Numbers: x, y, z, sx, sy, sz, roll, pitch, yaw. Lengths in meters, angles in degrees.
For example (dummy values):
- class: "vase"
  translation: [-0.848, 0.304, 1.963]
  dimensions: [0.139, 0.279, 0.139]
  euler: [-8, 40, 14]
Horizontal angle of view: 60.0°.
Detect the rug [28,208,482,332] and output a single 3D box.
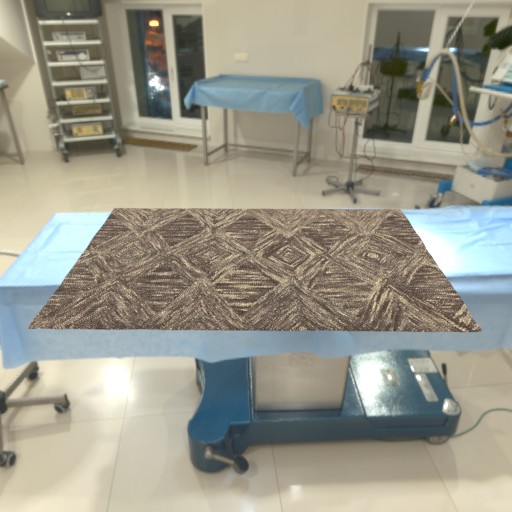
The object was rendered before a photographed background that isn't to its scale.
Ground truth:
- class: "rug"
  translation: [0.000, 0.000, 2.279]
  dimensions: [1.814, 0.012, 1.186]
  euler: [0, 30, 1]
